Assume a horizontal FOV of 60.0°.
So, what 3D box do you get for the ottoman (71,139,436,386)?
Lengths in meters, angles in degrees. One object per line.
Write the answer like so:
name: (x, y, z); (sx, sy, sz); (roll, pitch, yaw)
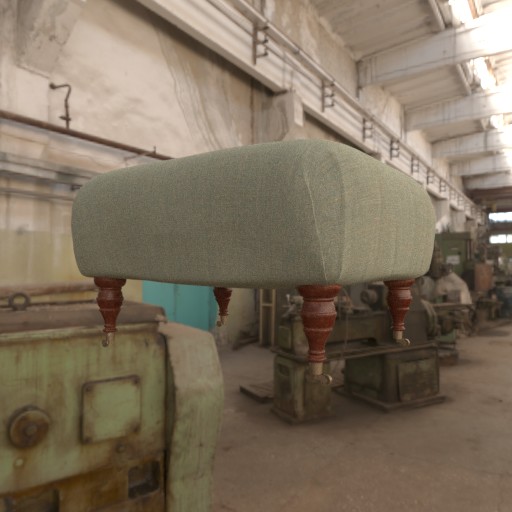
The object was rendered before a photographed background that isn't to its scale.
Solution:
ottoman: (0.000, 0.000, 1.111); (0.747, 0.450, 0.622); (-1, -1, 36)
